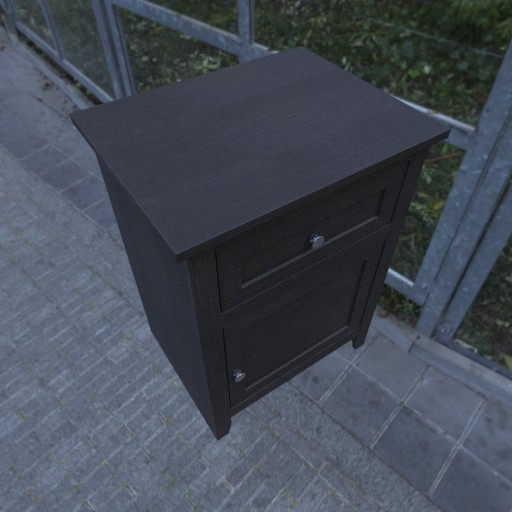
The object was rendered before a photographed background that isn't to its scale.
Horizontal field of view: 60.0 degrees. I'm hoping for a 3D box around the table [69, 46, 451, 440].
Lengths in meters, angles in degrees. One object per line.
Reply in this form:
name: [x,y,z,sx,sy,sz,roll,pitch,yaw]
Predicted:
table: [0.000,0.000,0.941,0.480,0.635,0.381,-26,52,-22]
